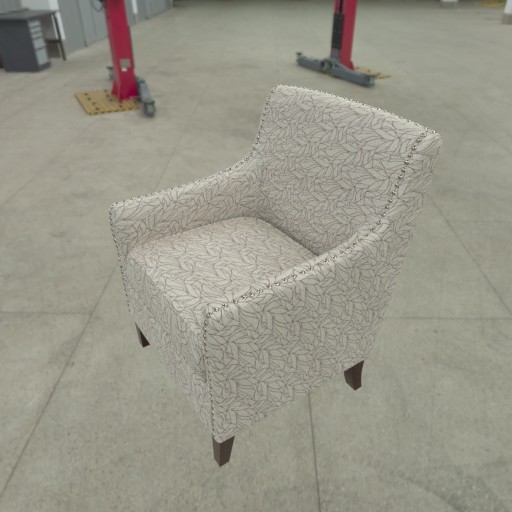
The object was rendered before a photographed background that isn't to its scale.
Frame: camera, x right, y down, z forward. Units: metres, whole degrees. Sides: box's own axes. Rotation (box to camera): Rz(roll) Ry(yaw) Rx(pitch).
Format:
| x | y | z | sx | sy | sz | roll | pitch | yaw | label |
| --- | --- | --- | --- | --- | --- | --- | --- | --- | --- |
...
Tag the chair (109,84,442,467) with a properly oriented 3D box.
| x | y | z | sx | sy | sz | roll | pitch | yaw | label |
| --- | --- | --- | --- | --- | --- | --- | --- | --- | --- |
| 0.000 | 0.000 | 1.300 | 0.651 | 0.816 | 0.623 | -20 | 38 | -28 | chair |
